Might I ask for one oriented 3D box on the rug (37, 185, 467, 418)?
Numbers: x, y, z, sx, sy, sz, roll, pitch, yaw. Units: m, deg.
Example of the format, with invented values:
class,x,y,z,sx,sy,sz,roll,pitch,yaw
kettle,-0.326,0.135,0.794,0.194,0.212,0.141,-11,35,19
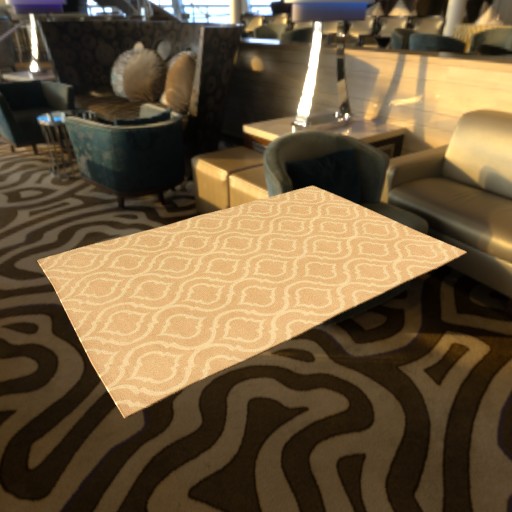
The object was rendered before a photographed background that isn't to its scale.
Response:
class,x,y,z,sx,sy,sz,roll,pitch,yaw
rug,0.000,0.000,2.145,1.761,0.013,1.152,-19,35,-30
